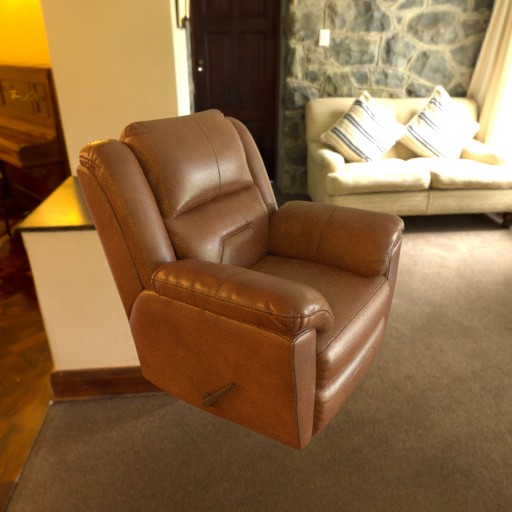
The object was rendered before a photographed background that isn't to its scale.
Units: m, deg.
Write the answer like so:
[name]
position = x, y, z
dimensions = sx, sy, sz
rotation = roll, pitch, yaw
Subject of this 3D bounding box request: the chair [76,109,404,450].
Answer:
[chair]
position = 0.000, 0.000, 1.888
dimensions = 1.041, 1.093, 0.990
rotation = 17, 30, 31
